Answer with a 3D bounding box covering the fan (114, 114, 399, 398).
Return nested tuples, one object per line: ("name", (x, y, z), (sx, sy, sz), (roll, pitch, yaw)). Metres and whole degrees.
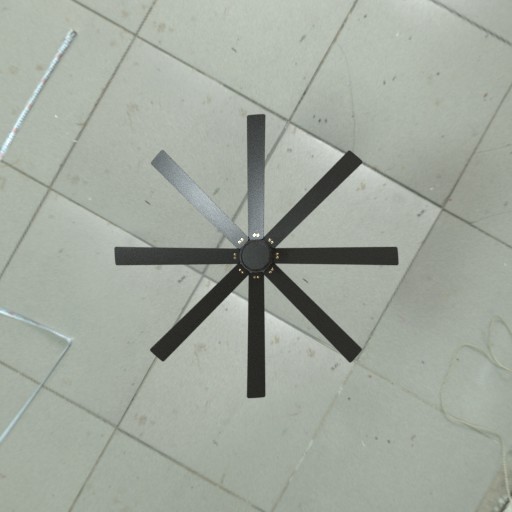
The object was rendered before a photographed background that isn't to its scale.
("fan", (0.000, 0.000, 2.729), (1.830, 0.472, 1.830), (0, 90, 0))
